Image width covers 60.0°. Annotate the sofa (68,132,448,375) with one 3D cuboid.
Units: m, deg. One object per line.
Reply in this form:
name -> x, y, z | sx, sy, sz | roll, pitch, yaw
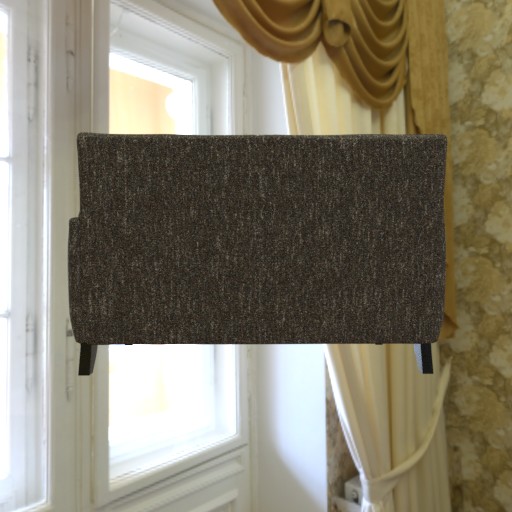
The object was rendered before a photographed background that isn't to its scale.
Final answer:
sofa -> 0.000, 0.000, 2.058 | 1.519, 0.946, 0.801 | 0, -1, -1
